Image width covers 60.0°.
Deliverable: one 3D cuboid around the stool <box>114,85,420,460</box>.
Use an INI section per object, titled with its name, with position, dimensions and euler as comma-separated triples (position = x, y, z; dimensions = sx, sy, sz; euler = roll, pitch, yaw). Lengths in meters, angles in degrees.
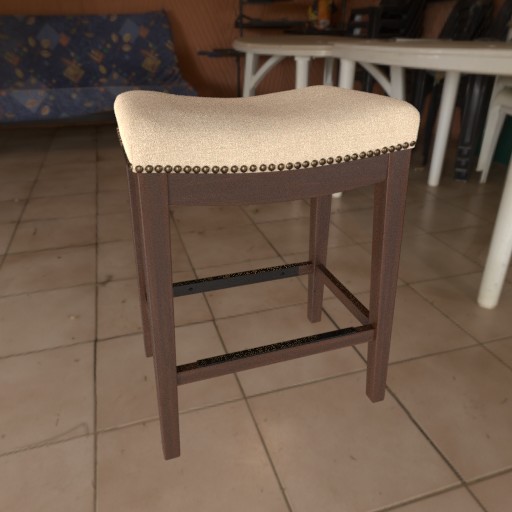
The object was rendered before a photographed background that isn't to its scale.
[stool]
position = 0.000, 0.000, 0.962
dimensions = 0.509, 0.669, 0.363
euler = -9, 28, -17
